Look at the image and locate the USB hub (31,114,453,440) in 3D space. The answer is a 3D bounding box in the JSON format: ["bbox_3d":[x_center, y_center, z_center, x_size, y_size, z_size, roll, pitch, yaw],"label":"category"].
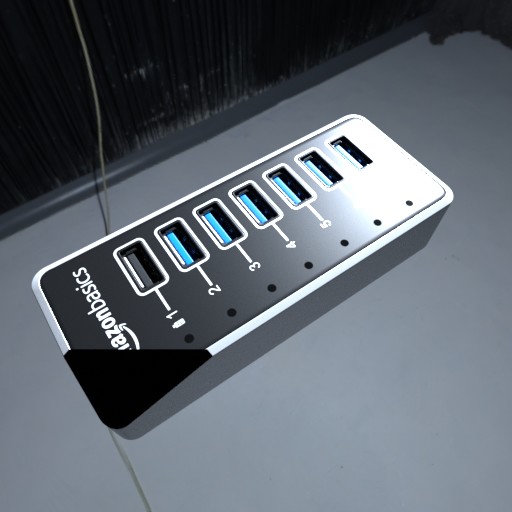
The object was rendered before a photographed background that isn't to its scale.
[{"bbox_3d":[0.000,0.000,0.127,0.110,0.023,0.044,-30,62,-18],"label":"USB hub"}]
